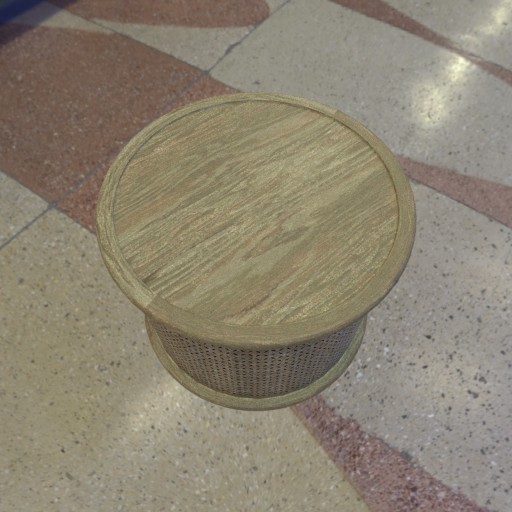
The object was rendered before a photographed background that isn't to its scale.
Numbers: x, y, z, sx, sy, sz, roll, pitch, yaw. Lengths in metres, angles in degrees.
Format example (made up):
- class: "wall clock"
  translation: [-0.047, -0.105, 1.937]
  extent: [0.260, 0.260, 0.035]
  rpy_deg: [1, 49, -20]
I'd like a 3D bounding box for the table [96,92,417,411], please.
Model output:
- class: "table"
  translation: [0.000, 0.000, 1.035]
  extent: [0.607, 0.450, 0.607]
  rpy_deg: [0, 58, 0]
